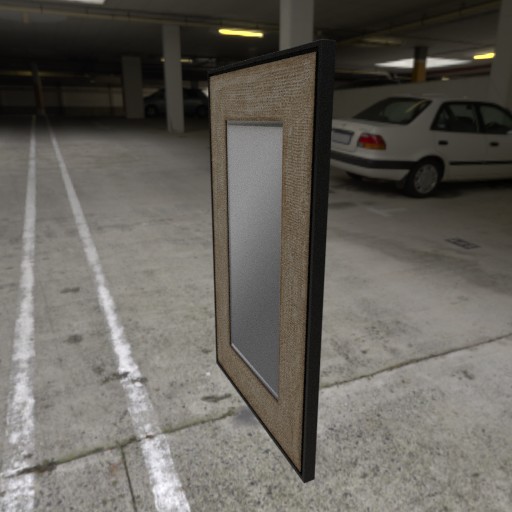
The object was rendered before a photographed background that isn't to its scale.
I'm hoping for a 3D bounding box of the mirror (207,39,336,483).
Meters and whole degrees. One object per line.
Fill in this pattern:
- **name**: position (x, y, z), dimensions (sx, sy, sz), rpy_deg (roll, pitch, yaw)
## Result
- **mirror**: position (0.000, 0.000, 1.494), dimensions (0.038, 1.219, 0.762), rpy_deg (-8, 19, -24)
